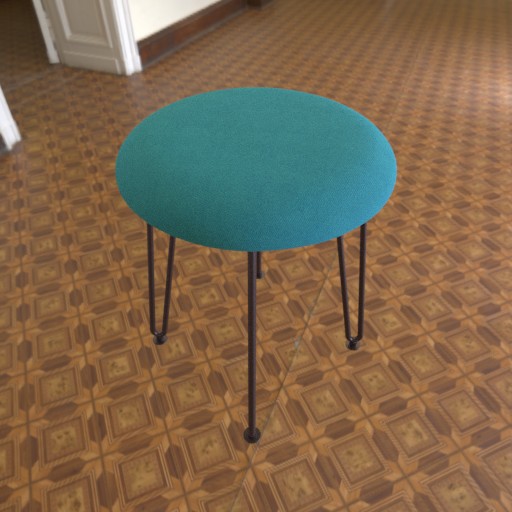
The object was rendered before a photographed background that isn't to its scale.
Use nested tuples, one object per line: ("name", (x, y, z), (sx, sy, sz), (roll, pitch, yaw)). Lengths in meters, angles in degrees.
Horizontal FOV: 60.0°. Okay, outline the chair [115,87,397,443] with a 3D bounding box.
("chair", (0.000, 0.000, 0.681), (0.350, 0.430, 0.350), (25, 48, 25))
